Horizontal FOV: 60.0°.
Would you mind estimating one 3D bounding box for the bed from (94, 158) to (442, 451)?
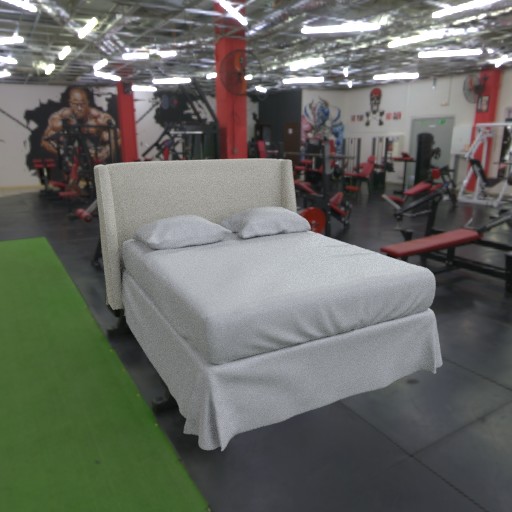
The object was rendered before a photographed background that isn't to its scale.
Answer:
[{"bbox_3d":[0.000,0.000,3.394,1.925,1.332,2.276,-8,17,-27],"label":"bed"}]
